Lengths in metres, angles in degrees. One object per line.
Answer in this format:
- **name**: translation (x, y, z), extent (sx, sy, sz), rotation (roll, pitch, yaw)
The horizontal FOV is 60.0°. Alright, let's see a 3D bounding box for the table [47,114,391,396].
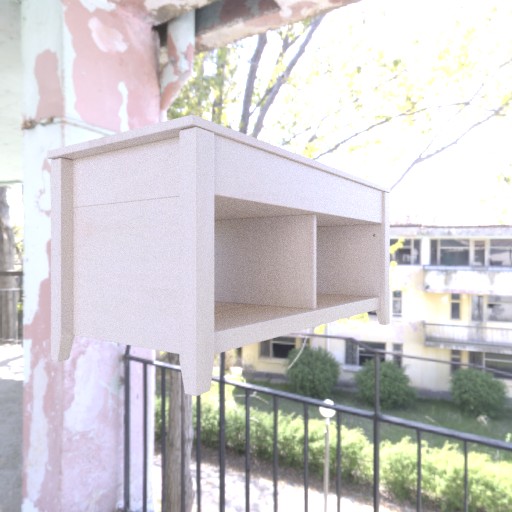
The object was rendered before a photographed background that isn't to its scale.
- **table**: translation (0.000, 0.000, 1.300), extent (0.457, 0.483, 1.016), rotation (0, 0, 35)
